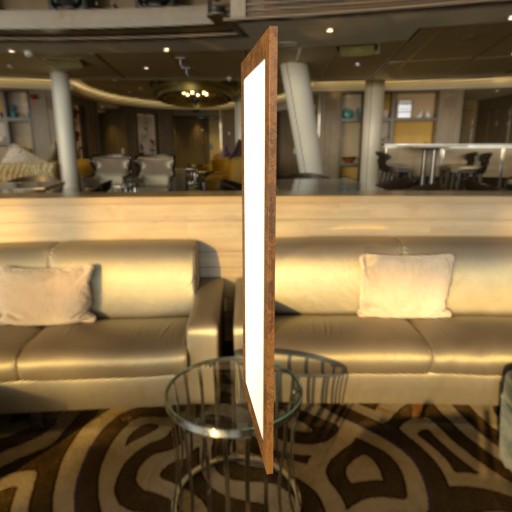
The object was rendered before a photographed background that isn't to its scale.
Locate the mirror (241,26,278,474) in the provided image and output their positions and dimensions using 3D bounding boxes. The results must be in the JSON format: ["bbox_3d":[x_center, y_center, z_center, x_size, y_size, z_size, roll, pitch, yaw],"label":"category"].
[{"bbox_3d":[0.000,0.000,2.347,0.032,2.031,0.812,-2,14,-10],"label":"mirror"}]
